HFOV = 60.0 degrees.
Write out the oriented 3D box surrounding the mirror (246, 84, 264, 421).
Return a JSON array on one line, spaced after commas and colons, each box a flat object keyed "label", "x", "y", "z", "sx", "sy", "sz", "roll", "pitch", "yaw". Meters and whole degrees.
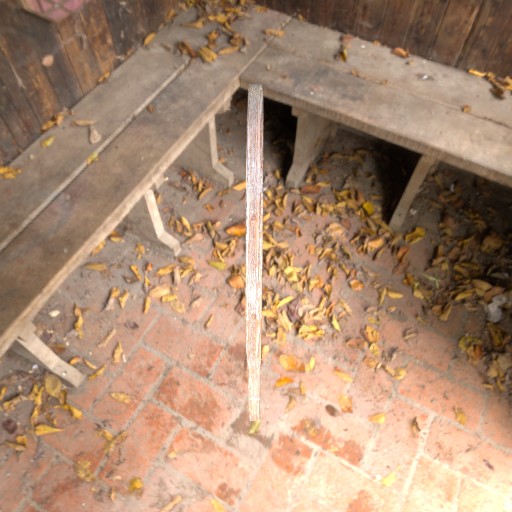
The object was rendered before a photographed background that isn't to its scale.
[{"label": "mirror", "x": 0.000, "y": 0.000, "z": 1.188, "sx": 0.032, "sy": 0.920, "sz": 0.660, "roll": 0, "pitch": 58, "yaw": 0}]
